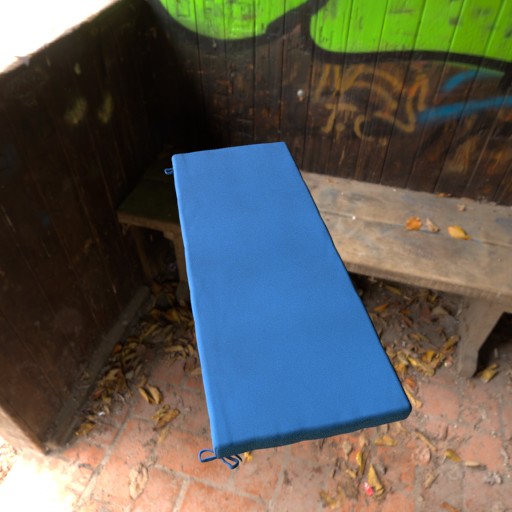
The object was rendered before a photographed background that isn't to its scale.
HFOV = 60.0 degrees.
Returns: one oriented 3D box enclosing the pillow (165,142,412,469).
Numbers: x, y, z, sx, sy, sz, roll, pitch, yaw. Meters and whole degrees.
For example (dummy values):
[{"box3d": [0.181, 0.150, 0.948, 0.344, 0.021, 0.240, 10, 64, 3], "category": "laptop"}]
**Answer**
[{"box3d": [0.000, 0.000, 1.366, 0.492, 0.081, 1.187, -9, 47, -8], "category": "pillow"}]
